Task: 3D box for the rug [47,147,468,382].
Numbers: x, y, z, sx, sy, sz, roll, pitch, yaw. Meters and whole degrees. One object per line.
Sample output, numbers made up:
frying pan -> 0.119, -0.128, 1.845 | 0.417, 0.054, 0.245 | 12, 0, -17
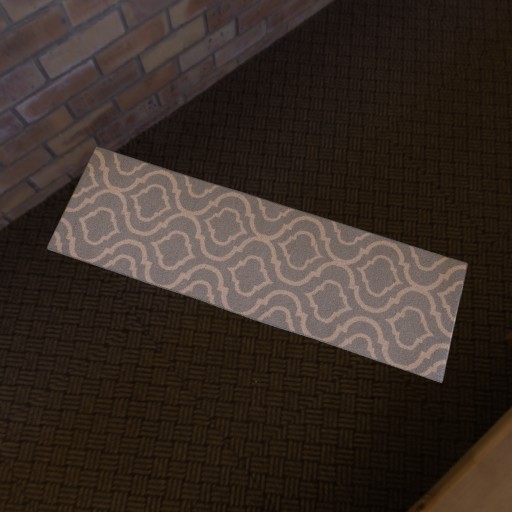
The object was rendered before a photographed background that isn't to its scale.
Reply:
rug -> 0.000, 0.000, 2.495 | 2.275, 0.009, 0.684 | 18, 75, 5
